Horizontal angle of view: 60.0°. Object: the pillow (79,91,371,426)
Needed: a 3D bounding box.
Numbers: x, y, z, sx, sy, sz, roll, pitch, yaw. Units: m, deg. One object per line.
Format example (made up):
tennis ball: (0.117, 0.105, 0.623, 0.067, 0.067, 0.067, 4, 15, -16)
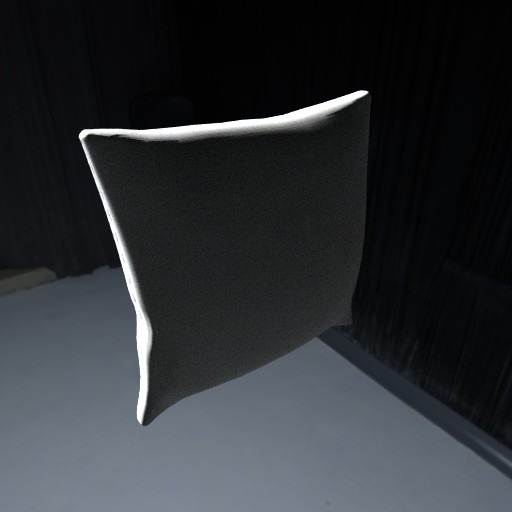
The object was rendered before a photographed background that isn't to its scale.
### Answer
pillow: (0.000, 0.000, 0.761, 0.496, 0.491, 0.219, -19, 35, -31)
